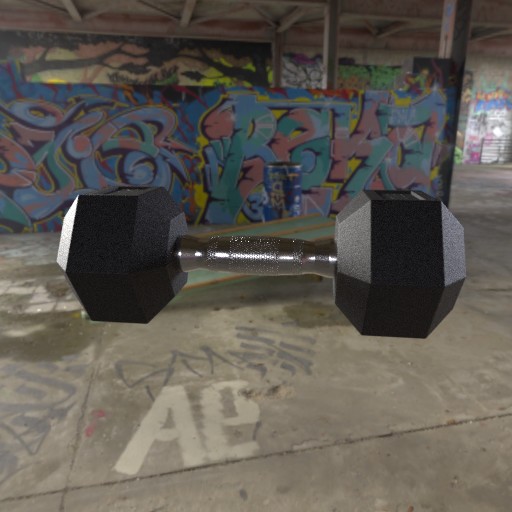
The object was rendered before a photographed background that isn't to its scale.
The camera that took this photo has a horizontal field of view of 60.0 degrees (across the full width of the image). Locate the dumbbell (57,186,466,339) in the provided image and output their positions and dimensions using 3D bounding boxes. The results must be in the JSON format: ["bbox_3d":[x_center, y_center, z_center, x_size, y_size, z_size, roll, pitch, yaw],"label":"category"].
[{"bbox_3d":[0.000,0.000,0.353,0.297,0.101,0.116,2,16,7],"label":"dumbbell"}]
